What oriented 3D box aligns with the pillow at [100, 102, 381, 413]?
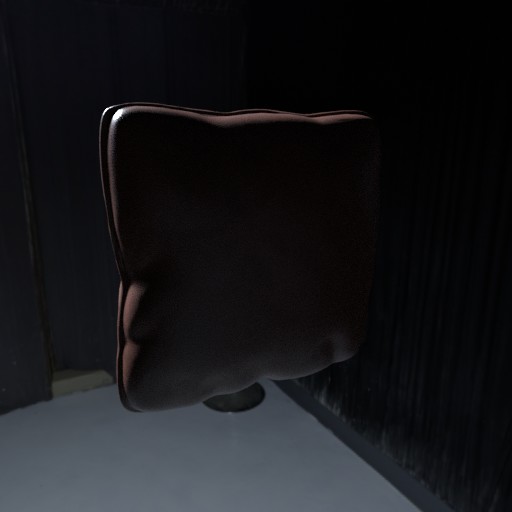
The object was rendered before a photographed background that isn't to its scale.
[{"bbox_3d":[0.000,0.000,0.820,0.532,0.523,0.236,-8,17,-27],"label":"pillow"}]
